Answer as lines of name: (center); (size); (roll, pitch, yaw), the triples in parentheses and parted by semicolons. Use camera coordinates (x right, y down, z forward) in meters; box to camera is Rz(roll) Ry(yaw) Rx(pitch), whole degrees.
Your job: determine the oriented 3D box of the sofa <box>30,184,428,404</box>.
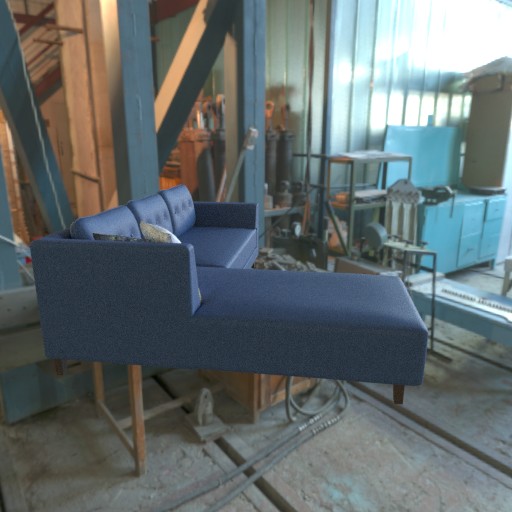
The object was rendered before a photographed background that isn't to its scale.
sofa: (0.000, 0.000, 3.016); (1.829, 0.787, 2.120); (2, 16, 8)
